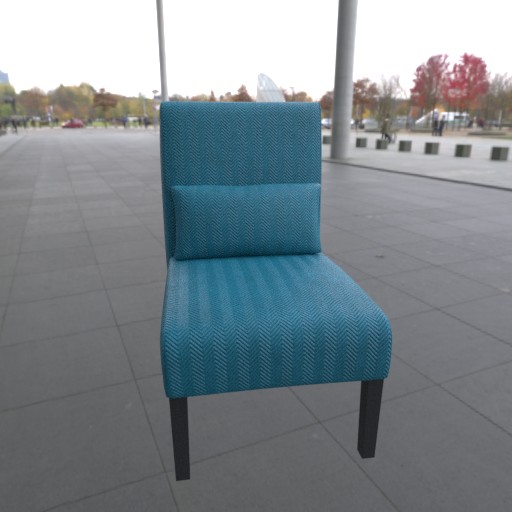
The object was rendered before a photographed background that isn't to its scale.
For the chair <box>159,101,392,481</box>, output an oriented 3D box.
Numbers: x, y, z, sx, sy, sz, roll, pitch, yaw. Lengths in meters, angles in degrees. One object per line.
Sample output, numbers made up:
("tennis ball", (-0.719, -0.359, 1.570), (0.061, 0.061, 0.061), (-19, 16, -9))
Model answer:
("chair", (0.000, 0.000, 1.373), (0.579, 0.927, 0.808), (-3, 17, -9))
